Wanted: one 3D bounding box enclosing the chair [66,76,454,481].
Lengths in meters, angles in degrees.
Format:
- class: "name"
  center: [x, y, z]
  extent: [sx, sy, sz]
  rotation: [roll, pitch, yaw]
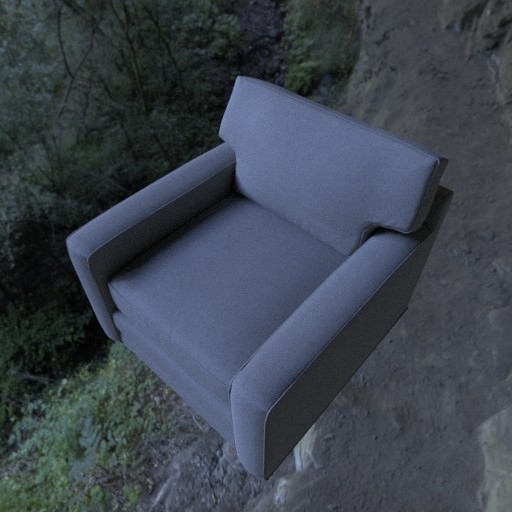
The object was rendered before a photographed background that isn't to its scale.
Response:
- class: "chair"
  center: [0.000, 0.000, 1.744]
  extent: [0.999, 0.934, 1.044]
  rotation: [33, 55, 27]
